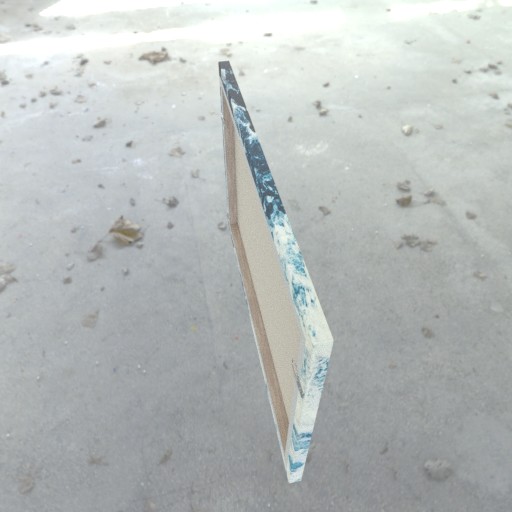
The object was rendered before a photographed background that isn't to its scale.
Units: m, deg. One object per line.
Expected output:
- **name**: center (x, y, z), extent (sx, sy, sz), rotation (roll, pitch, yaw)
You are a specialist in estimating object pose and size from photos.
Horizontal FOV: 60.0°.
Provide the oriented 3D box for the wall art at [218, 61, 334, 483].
- **wall art**: center (0.000, 0.000, 1.882), extent (0.055, 1.017, 1.524), rotation (-8, 47, -8)
